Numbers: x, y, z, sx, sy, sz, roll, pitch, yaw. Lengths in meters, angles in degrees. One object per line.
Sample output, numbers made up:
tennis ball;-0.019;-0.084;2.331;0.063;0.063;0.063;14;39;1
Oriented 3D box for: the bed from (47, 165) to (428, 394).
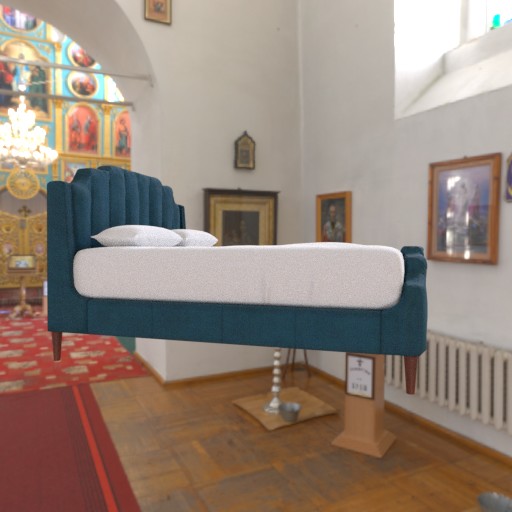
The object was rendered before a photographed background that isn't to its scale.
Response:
bed;0.000;0.000;3.302;2.322;1.351;1.676;0;1;18
